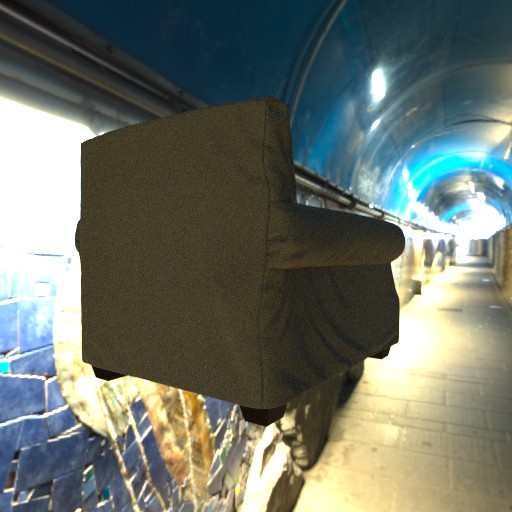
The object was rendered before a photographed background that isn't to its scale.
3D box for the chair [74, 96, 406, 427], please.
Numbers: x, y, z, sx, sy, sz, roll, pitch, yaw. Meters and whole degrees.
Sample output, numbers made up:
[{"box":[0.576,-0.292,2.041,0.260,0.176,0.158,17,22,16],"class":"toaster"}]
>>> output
[{"box":[0.000,0.000,1.736,0.940,0.866,1.066,1,2,36],"class":"chair"}]
